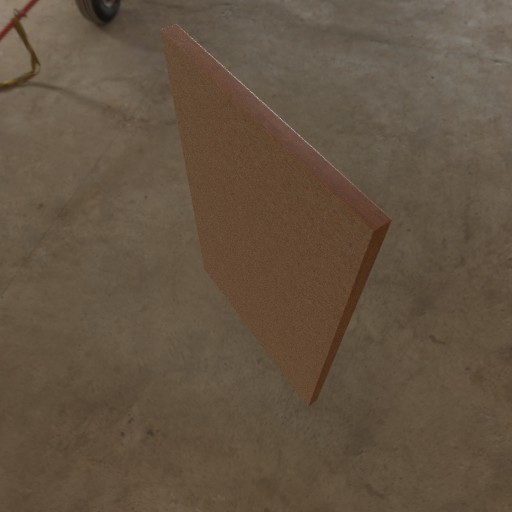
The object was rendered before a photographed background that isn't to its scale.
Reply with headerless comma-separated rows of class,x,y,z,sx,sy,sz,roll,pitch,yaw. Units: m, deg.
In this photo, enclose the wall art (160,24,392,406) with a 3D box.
wall art,0.000,0.000,1.133,0.037,0.914,0.610,-31,62,-18
